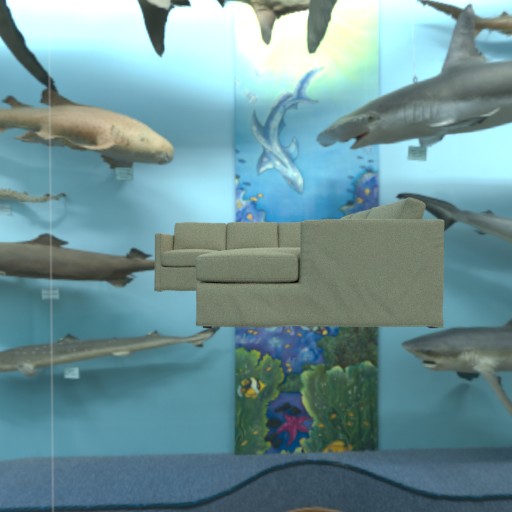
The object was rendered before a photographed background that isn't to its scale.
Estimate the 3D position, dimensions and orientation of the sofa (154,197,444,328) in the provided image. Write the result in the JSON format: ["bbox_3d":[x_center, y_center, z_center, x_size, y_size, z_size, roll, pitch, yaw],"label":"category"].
[{"bbox_3d":[0.000,0.000,4.525,2.427,0.882,3.460,0,1,0],"label":"sofa"}]
